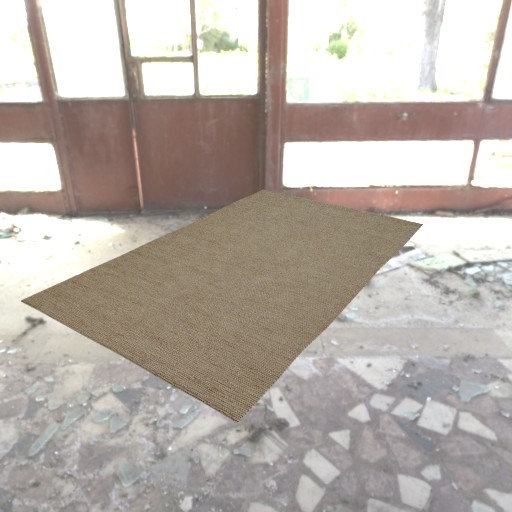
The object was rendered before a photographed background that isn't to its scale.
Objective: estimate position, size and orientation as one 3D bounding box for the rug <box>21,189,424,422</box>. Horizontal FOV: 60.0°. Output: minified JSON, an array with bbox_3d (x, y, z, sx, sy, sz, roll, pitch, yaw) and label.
[{"bbox_3d":[0.000,0.000,2.991,1.533,0.011,2.439,17,31,31],"label":"rug"}]
